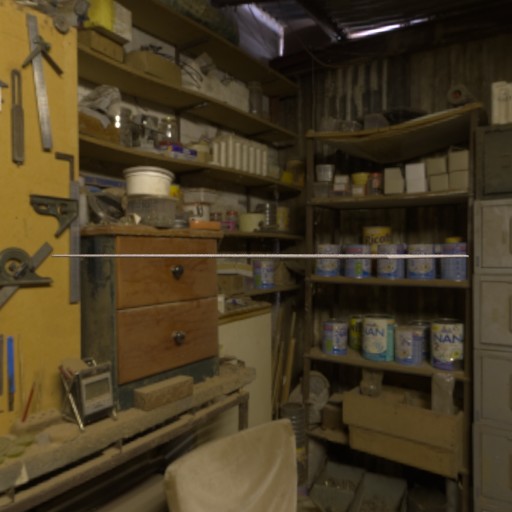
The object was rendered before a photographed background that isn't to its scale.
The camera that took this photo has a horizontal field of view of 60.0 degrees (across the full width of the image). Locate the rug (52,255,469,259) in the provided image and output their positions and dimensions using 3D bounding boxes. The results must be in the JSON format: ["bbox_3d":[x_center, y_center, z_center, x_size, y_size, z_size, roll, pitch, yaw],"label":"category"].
[{"bbox_3d":[0.000,0.000,2.348,1.847,0.012,1.224,0,0,36],"label":"rug"}]
